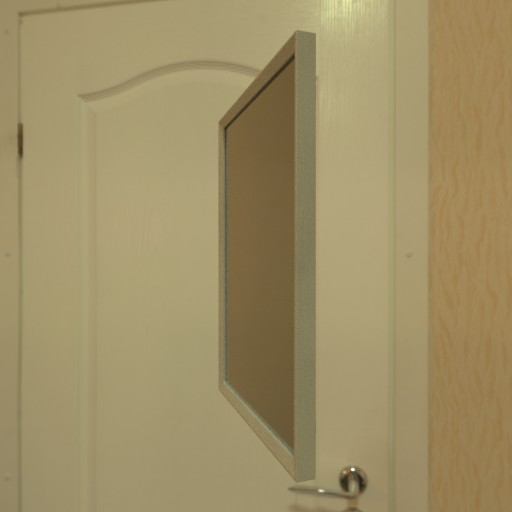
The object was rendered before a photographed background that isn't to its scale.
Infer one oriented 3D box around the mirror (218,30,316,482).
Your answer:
[{"bbox_3d":[0.000,0.000,0.941,0.039,0.710,0.507,0,0,-19],"label":"mirror"}]
